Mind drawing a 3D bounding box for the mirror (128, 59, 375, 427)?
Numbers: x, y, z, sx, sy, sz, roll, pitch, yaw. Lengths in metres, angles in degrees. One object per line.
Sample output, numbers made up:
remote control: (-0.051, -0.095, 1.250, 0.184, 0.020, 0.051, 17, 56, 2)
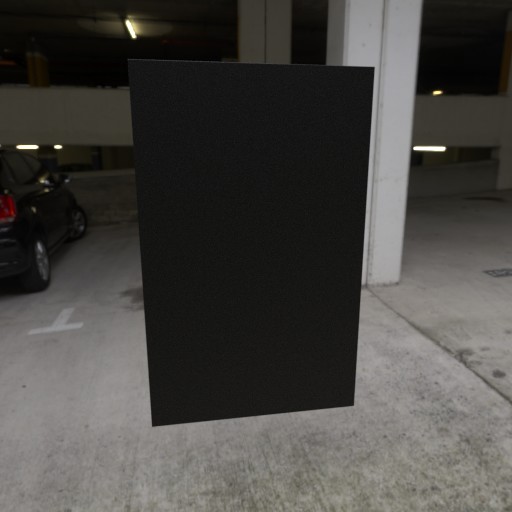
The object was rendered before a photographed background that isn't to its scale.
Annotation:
mirror: (0.000, 0.000, 1.516, 0.762, 1.219, 0.038, -2, 15, -10)
